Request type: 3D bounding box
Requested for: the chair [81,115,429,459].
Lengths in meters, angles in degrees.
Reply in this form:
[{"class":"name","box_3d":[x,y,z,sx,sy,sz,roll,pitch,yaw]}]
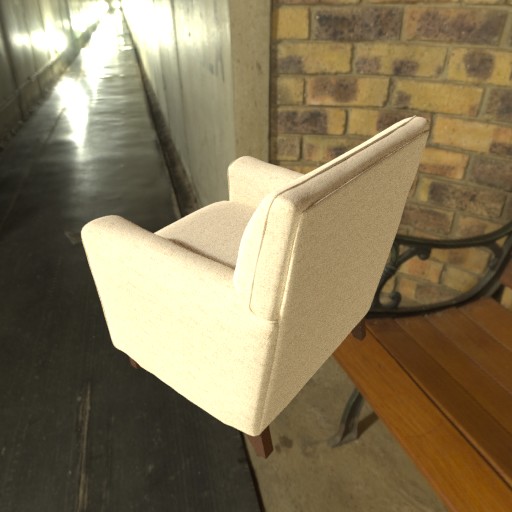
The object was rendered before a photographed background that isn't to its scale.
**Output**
[{"class":"chair","box_3d":[0.000,0.000,1.590,0.823,0.943,0.870,22,38,31]}]
